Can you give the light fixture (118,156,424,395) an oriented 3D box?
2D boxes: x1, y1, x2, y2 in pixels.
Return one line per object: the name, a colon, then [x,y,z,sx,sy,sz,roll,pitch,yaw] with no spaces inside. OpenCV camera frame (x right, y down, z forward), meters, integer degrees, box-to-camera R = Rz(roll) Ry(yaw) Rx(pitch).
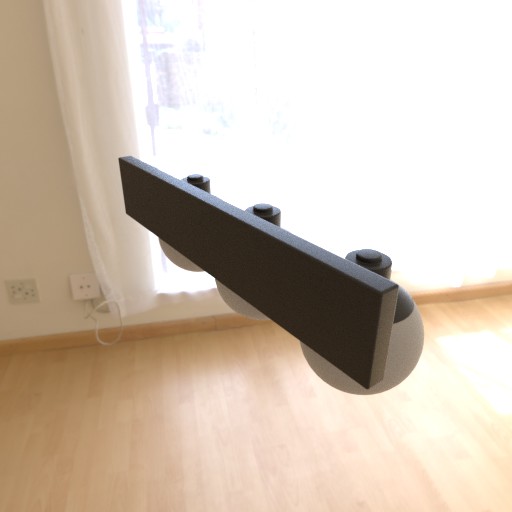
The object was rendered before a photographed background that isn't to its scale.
light fixture: [0.000,0.000,0.832,0.218,0.263,0.721,-18,32,-33]
